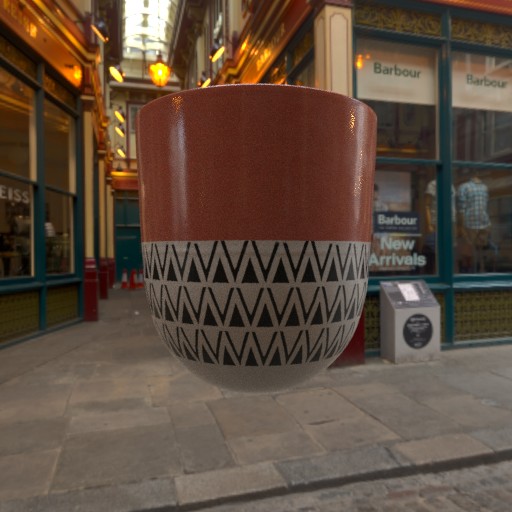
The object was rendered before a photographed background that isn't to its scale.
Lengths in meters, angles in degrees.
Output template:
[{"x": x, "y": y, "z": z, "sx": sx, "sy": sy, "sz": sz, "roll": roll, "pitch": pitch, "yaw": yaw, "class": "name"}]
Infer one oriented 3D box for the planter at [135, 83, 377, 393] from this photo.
[{"x": 0.000, "y": 0.000, "z": 0.370, "sx": 0.195, "sy": 0.214, "sz": 0.195, "roll": 0, "pitch": 1, "yaw": 0, "class": "planter"}]
